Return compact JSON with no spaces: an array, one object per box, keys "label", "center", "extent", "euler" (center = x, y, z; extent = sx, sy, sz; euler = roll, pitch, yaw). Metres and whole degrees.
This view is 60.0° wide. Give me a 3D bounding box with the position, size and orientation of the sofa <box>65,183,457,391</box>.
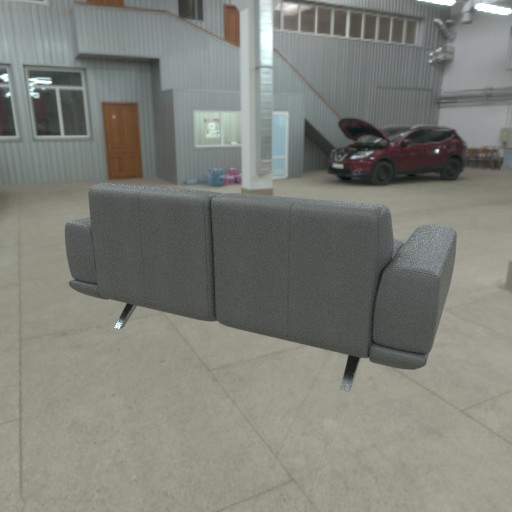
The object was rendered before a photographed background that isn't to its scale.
[{"label":"sofa","center":[0.000,0.000,2.366],"extent":[1.901,0.772,0.900],"euler":[8,18,26]}]
